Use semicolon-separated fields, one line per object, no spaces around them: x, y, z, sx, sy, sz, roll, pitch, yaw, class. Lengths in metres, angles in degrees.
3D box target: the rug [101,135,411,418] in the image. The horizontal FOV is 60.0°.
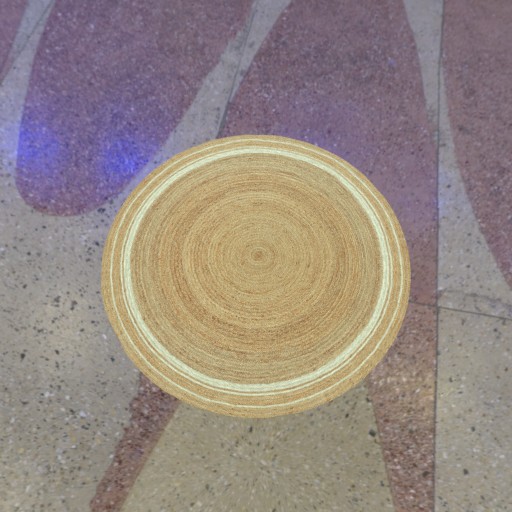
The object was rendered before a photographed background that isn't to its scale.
0.000;0.000;3.543;2.444;0.015;2.444;0;65;0;rug
